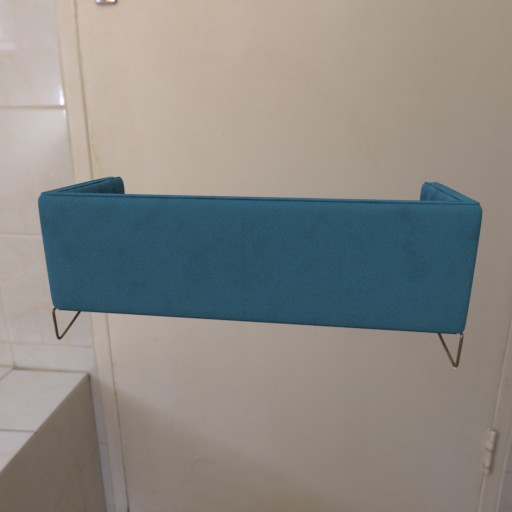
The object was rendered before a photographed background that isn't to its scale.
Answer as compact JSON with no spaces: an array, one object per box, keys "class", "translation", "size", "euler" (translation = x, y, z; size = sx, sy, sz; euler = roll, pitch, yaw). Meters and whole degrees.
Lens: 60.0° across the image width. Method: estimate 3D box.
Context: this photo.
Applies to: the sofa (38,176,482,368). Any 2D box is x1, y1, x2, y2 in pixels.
[{"class":"sofa","translation":[0.000,0.000,2.505],"size":[2.087,0.789,0.867],"euler":[2,17,8]}]
